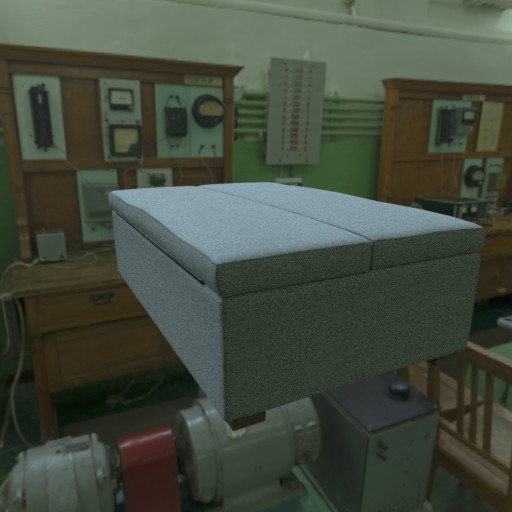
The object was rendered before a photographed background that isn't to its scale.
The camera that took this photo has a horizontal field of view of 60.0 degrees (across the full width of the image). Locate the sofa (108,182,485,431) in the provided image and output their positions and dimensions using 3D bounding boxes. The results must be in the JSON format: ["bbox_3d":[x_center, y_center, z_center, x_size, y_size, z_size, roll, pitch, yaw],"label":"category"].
[{"bbox_3d":[0.000,0.000,1.596,0.817,0.434,1.250,-8,17,-26],"label":"sofa"}]
